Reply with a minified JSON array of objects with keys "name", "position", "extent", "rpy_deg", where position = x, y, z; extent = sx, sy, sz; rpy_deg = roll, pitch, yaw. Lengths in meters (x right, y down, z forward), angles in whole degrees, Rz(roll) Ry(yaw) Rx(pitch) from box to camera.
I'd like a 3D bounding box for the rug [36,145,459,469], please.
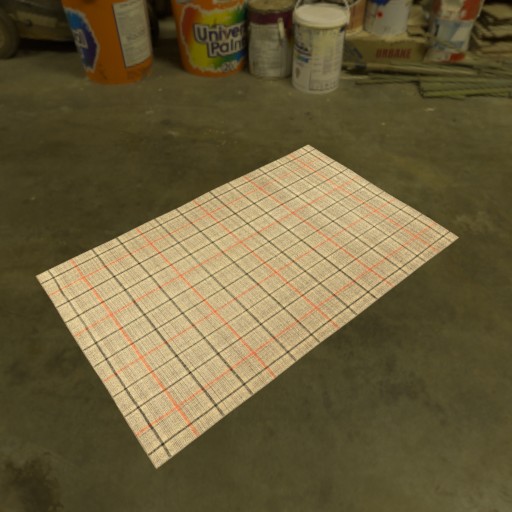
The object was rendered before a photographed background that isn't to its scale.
[{"name":"rug","position":[0.000,0.000,2.991],"extent":[2.439,0.015,1.524],"rpy_deg":[-31,54,-26]}]
